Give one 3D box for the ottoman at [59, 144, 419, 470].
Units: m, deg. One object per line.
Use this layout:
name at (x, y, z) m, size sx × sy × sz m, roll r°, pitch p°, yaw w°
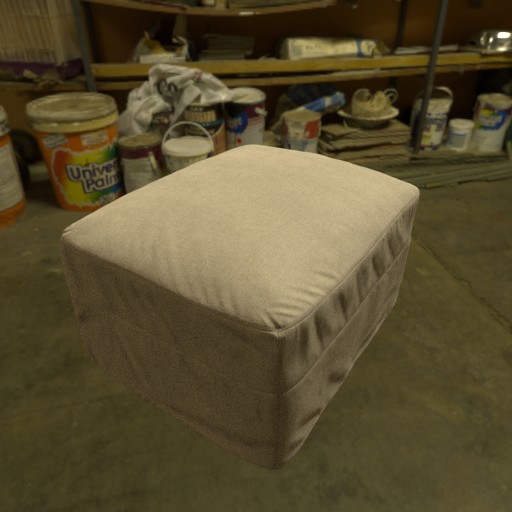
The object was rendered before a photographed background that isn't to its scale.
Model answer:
ottoman at (0.000, 0.000, 1.268) m, size 0.683 × 0.481 × 0.837 m, roll 20°, pitch 37°, yaw 28°
